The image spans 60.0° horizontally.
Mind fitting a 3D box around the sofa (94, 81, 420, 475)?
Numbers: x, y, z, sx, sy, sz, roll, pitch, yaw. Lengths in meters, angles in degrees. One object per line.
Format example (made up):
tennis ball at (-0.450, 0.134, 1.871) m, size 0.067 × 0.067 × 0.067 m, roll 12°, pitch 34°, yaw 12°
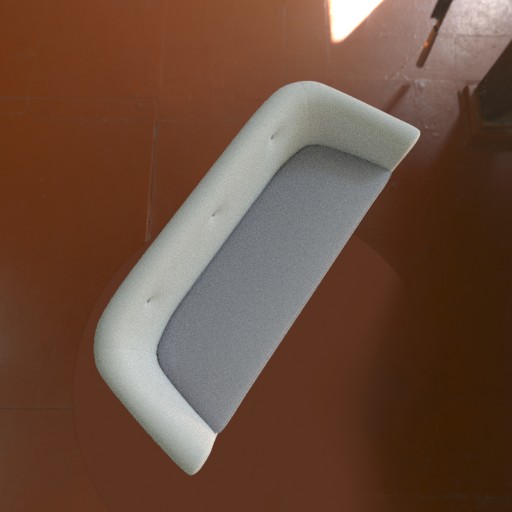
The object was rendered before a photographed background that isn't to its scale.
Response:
sofa at (0.000, 0.000, 2.515) m, size 0.827 × 0.795 × 2.160 m, roll 34°, pitch 78°, yaw 8°
